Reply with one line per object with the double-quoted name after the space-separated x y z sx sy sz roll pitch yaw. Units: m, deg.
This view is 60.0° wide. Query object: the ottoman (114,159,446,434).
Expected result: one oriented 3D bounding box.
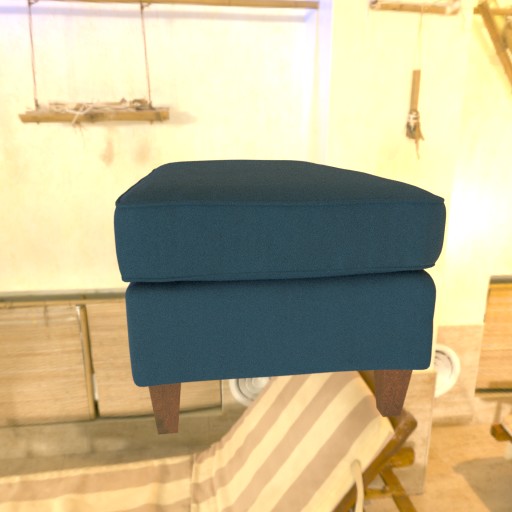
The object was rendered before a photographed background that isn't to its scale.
0.000 0.000 1.175 0.583 0.484 0.862 -2 15 -8 "ottoman"
